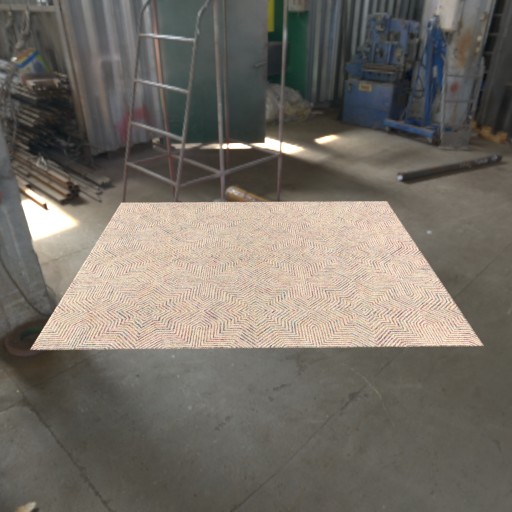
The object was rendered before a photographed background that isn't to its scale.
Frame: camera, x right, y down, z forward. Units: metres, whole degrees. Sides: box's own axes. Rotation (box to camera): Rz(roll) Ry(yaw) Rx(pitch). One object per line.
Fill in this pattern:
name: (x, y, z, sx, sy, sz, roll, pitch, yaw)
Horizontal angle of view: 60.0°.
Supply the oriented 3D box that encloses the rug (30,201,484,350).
rug: (0.000, 0.000, 4.029, 3.046, 0.008, 2.442, 0, 30, -1)
